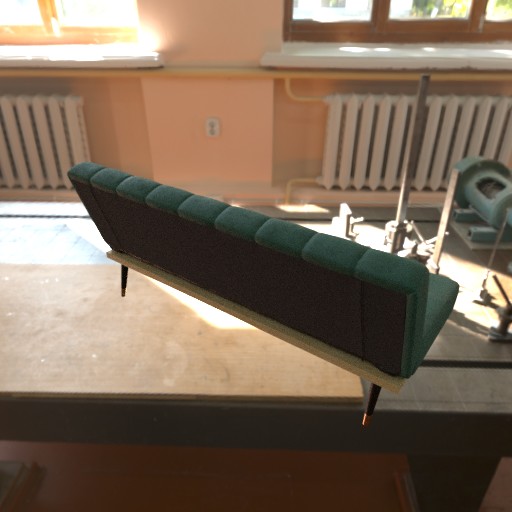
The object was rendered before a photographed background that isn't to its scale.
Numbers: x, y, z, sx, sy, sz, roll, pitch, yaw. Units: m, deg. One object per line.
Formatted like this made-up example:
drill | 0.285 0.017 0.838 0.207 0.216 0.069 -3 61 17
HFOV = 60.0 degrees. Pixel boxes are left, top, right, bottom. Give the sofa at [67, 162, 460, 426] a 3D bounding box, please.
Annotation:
sofa | 0.000 0.000 2.250 1.810 0.820 0.830 20 35 31
